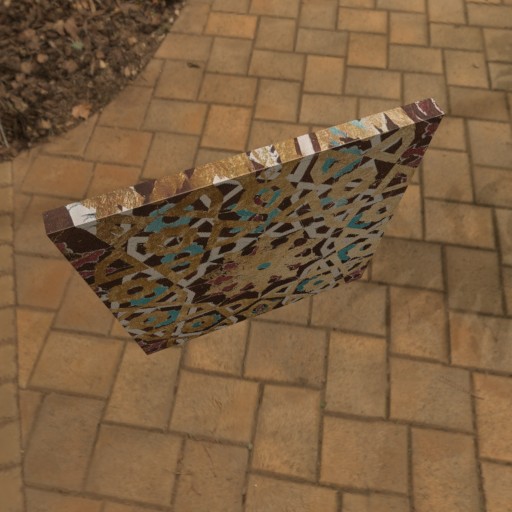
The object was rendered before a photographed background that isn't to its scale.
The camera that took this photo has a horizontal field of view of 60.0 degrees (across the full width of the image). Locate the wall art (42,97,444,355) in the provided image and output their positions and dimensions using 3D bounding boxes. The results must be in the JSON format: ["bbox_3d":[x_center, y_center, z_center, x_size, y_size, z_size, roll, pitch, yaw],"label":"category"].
[{"bbox_3d":[0.000,0.000,0.917,0.609,0.613,0.041,-19,64,-9],"label":"wall art"}]
